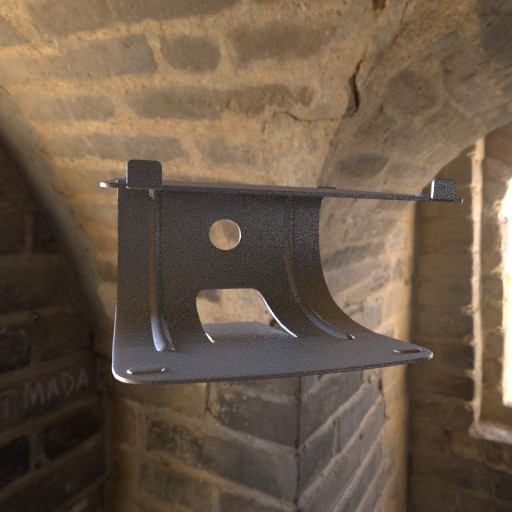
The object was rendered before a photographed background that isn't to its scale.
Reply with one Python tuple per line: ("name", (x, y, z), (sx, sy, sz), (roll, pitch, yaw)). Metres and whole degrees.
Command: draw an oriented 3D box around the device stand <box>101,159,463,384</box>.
("device stand", (0.000, 0.000, 0.396), (0.256, 0.155, 0.236), (0, 0, -18))
